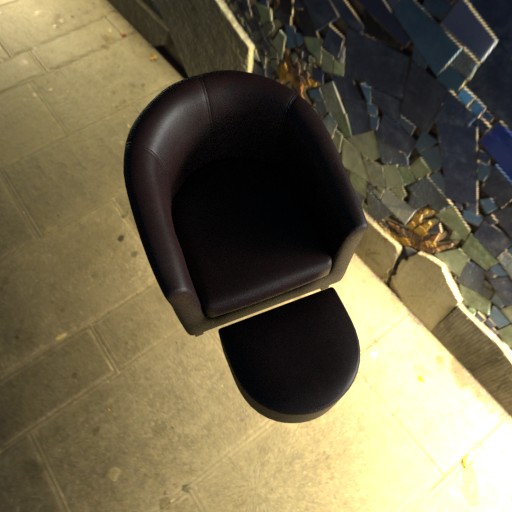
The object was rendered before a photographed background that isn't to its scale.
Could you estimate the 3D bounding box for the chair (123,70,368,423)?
[{"bbox_3d":[0.000,0.000,1.661,0.737,0.755,1.176,-19,64,-10],"label":"chair"}]
